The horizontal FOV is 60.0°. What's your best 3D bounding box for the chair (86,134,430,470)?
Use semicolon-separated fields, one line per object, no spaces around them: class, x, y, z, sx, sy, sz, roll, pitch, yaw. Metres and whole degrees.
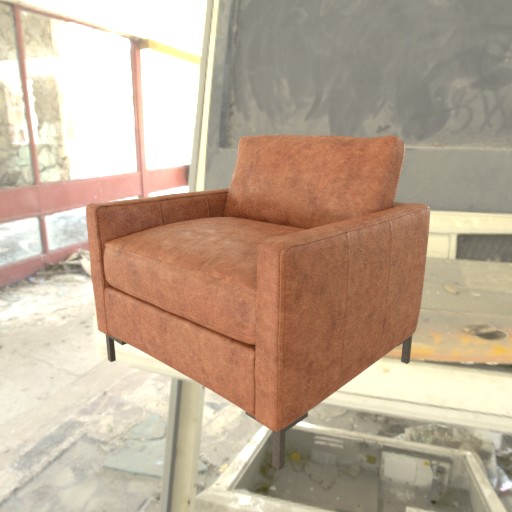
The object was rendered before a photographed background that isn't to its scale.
chair;0.000;0.000;1.642;0.967;0.869;0.862;14;20;41
